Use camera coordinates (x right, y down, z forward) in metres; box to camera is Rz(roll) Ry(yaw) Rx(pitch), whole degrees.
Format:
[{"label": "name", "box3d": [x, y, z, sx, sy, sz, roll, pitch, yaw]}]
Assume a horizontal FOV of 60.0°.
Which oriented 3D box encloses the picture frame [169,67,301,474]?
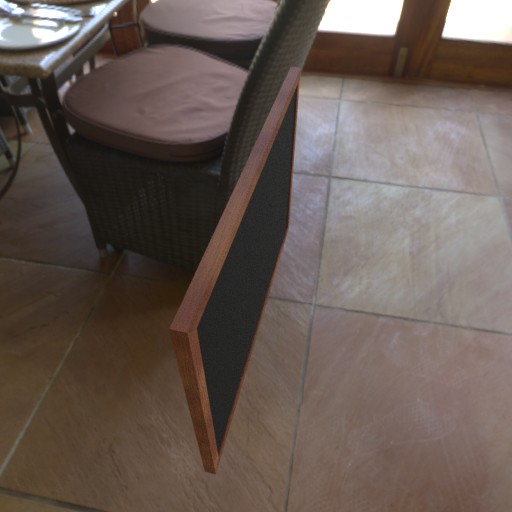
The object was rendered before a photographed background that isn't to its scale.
[{"label": "picture frame", "box3d": [0.000, 0.000, 1.216, 0.029, 0.640, 0.950, 10, 47, 10]}]
